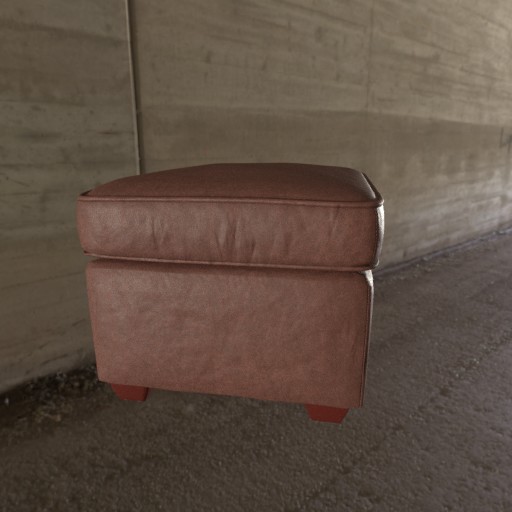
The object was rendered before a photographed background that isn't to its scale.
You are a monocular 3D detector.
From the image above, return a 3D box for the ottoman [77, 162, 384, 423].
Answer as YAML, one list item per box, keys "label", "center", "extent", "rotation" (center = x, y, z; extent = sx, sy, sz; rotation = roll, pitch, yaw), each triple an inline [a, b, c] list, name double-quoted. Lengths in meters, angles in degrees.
- label: "ottoman"
  center: [0.000, 0.000, 1.105]
  extent: [0.548, 0.449, 0.749]
  rotation: [3, 15, 10]
